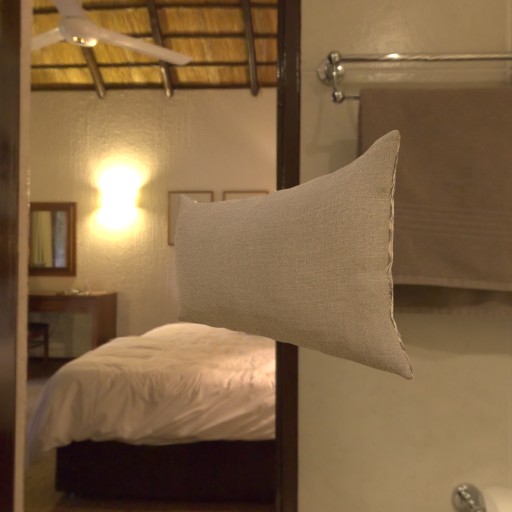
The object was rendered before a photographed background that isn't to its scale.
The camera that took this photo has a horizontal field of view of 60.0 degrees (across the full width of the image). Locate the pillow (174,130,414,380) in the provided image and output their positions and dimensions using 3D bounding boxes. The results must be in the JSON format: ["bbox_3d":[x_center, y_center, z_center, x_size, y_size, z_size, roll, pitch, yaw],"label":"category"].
[{"bbox_3d":[0.000,0.000,0.763,0.148,0.290,0.631,1,-1,-34],"label":"pillow"}]
